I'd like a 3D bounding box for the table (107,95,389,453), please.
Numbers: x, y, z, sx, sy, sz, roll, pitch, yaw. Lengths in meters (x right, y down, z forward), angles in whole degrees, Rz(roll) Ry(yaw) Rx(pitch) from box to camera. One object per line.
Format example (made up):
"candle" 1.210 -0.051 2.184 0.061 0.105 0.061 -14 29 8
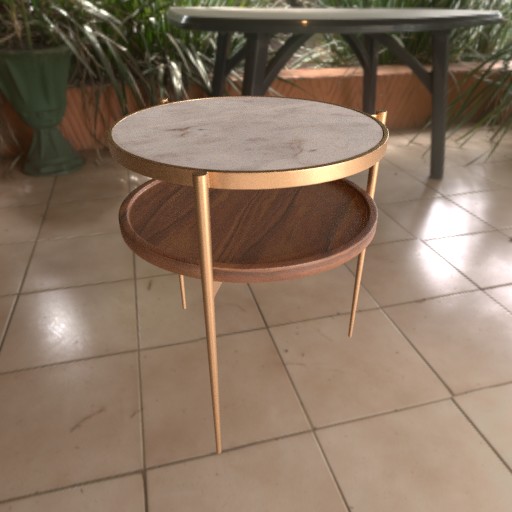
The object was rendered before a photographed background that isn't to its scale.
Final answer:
"table" 0.000 0.000 0.816 0.456 0.493 0.430 -8 32 -14
